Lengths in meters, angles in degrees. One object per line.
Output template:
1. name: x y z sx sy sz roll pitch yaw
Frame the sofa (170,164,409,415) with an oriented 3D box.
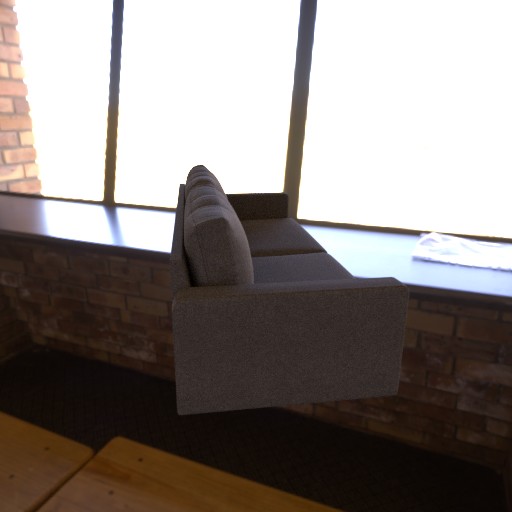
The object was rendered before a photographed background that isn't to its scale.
1. sofa: 0.000 0.000 2.557 0.880 0.880 2.100 -3 18 -8
